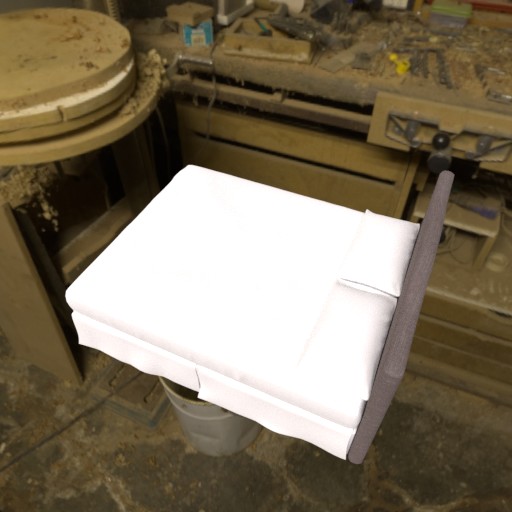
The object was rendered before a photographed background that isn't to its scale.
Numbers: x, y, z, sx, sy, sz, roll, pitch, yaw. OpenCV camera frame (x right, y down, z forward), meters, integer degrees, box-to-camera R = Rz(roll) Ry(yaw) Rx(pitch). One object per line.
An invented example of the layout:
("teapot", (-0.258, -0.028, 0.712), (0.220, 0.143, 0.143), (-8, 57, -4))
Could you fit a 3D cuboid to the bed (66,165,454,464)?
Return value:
("bed", (0.000, 0.000, 3.860), (2.689, 1.457, 2.161), (18, 49, 17))
